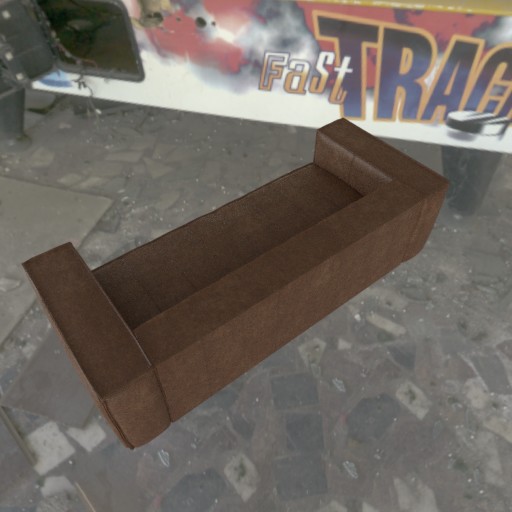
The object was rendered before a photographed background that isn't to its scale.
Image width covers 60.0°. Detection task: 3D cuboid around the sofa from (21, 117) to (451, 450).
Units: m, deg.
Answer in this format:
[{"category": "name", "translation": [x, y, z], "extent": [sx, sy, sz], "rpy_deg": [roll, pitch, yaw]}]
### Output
[{"category": "sofa", "translation": [0.000, 0.000, 2.980], "extent": [2.581, 0.701, 1.102], "rpy_deg": [-30, 54, -24]}]
